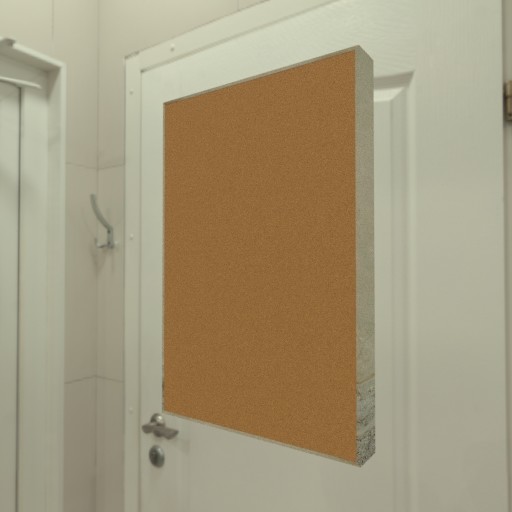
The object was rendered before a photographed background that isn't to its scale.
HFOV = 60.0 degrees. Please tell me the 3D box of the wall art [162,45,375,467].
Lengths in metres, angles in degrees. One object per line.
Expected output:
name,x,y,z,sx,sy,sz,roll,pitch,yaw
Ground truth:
wall art,0.000,0.000,0.487,0.254,0.381,0.038,-1,-1,35
